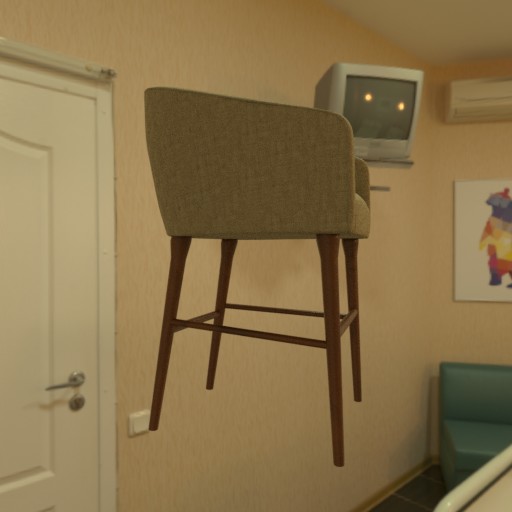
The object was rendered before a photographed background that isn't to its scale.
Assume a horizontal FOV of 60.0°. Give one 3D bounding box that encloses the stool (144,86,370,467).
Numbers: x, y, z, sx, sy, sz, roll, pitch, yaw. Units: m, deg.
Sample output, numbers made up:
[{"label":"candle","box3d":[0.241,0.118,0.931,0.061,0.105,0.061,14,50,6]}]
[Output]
[{"label":"stool","box3d":[0.000,0.000,1.314,0.635,0.952,0.559,0,1,18]}]
